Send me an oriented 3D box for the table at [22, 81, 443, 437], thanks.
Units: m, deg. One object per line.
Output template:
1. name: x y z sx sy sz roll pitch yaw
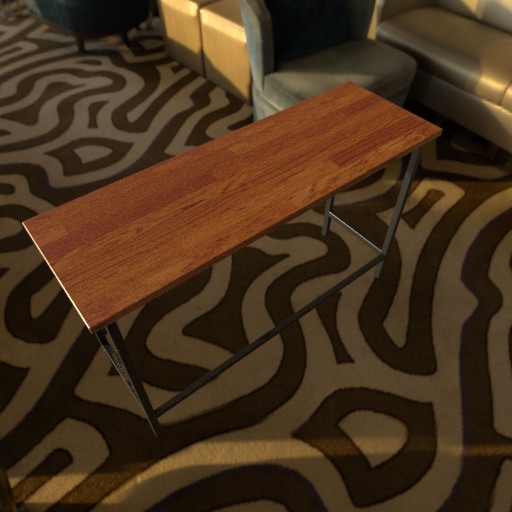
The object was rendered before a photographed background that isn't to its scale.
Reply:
1. table: 0.000 0.000 1.550 1.204 0.740 0.408 -31 55 -24
